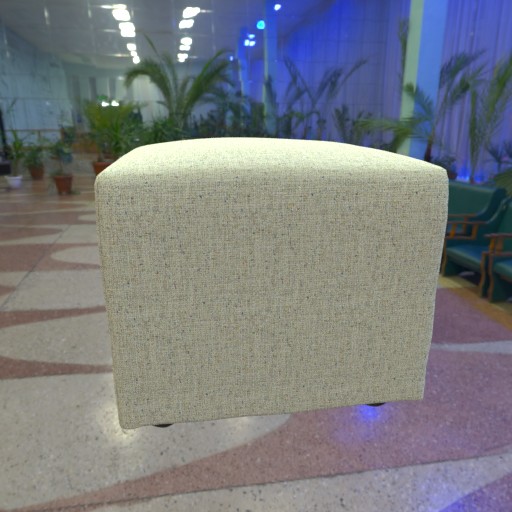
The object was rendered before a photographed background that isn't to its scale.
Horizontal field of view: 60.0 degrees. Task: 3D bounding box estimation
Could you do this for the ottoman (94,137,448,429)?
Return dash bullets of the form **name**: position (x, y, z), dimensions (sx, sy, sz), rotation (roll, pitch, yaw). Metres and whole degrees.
- **ottoman**: position (0.000, 0.000, 0.896), dimensions (0.512, 0.453, 0.521), rotation (-3, 18, -8)
